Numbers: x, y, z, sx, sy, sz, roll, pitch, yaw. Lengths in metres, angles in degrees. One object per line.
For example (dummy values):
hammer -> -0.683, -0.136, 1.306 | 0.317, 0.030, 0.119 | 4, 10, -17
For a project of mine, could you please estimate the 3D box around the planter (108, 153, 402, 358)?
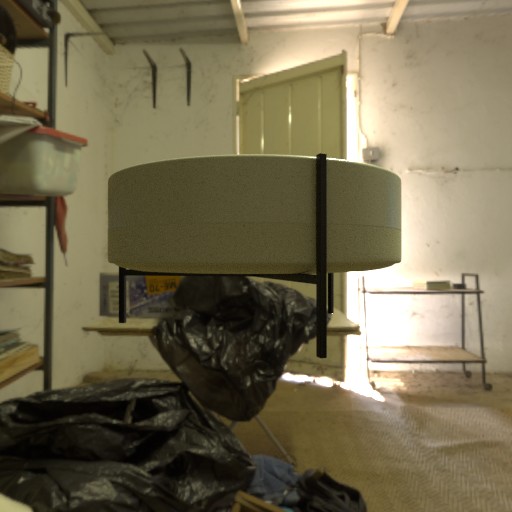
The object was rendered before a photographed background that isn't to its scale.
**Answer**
planter -> 0.000, 0.000, 0.529 | 0.336, 0.171, 0.345 | 0, 0, -19
